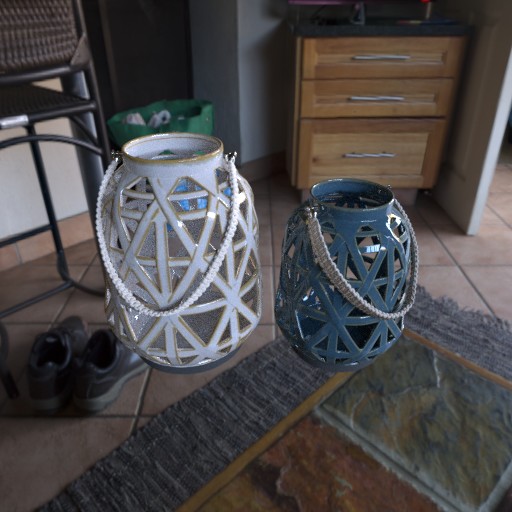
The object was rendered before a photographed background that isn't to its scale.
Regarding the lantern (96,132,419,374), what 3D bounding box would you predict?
[{"bbox_3d":[0.000,0.000,0.620,0.439,0.307,0.245,1,30,2],"label":"lantern"}]
